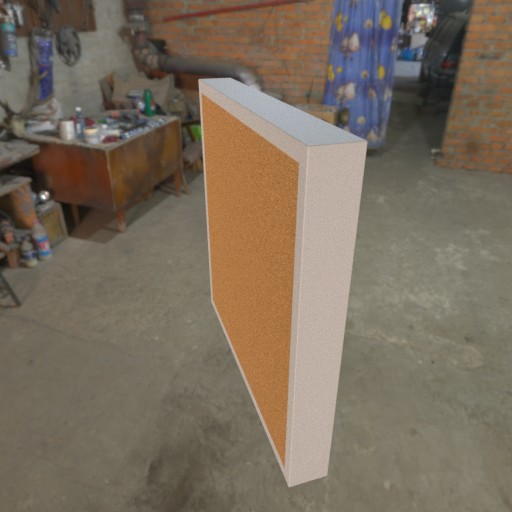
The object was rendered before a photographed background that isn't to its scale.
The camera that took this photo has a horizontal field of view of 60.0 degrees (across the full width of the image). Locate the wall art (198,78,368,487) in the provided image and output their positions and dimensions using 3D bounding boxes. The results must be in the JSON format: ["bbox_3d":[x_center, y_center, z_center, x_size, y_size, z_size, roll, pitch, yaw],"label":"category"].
[{"bbox_3d":[0.000,0.000,0.453,0.038,0.305,0.305,-9,30,-16],"label":"wall art"}]
